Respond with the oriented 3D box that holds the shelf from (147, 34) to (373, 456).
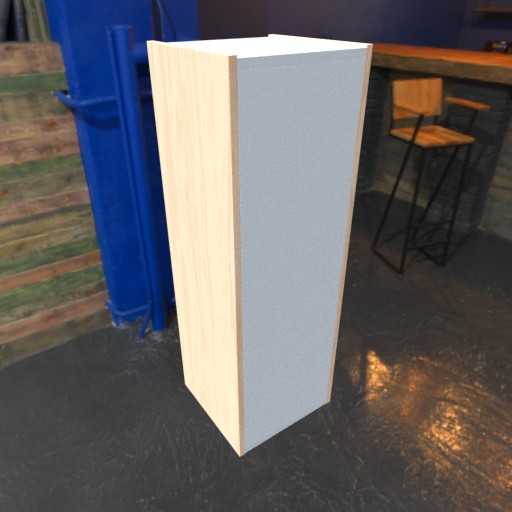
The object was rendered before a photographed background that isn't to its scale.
[{"bbox_3d":[0.000,0.000,1.034,0.300,0.900,0.290,-20,36,-30],"label":"shelf"}]
